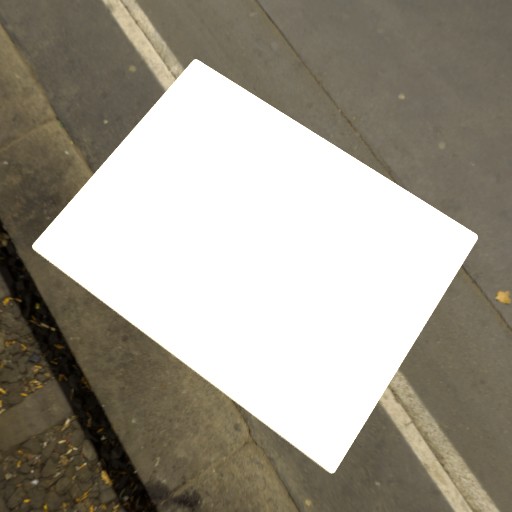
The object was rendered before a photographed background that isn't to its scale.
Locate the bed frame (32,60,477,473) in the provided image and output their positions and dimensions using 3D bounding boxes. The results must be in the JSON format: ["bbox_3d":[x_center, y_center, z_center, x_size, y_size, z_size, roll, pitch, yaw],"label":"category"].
[{"bbox_3d":[0.000,0.000,2.823,2.072,0.659,1.557,35,78,8],"label":"bed frame"}]
